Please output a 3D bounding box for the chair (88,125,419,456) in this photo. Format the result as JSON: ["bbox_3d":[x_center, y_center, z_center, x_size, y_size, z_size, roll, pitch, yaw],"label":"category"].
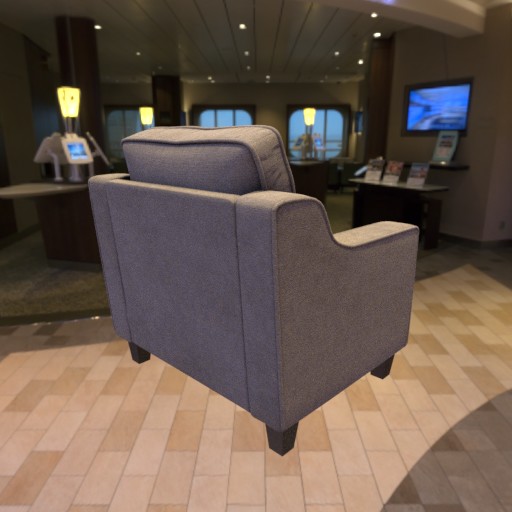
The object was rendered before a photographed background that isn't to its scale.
[{"bbox_3d":[0.000,0.000,1.684,0.926,0.944,0.840,14,21,42],"label":"chair"}]
